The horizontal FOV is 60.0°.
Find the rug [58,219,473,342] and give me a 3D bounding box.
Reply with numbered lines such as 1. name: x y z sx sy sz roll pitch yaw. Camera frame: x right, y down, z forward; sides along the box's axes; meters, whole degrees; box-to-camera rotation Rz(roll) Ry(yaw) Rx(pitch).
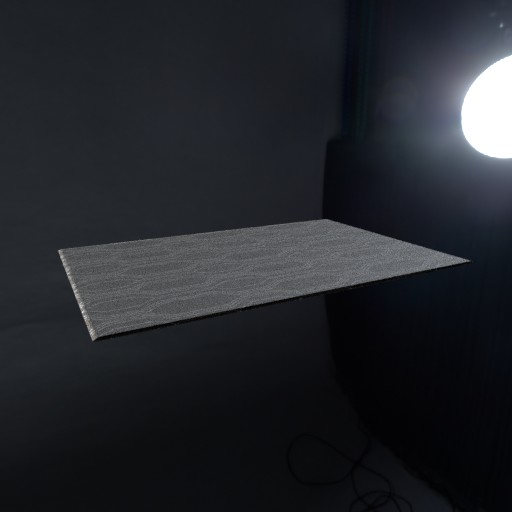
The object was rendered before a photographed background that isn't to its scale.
1. rug: 0.000 0.000 2.354 1.836 0.012 1.239 -8 18 -27
